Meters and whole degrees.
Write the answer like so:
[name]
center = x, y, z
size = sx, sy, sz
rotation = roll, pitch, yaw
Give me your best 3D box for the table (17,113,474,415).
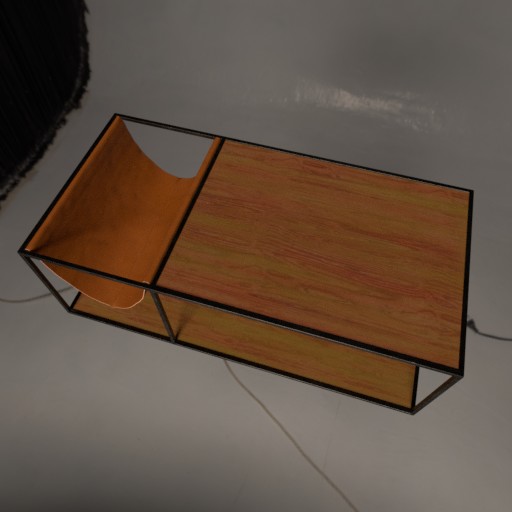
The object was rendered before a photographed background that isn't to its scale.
[table]
center = 0.000, 0.000, 1.450
size = 1.199, 0.403, 0.597
rotation = 14, 59, 9
